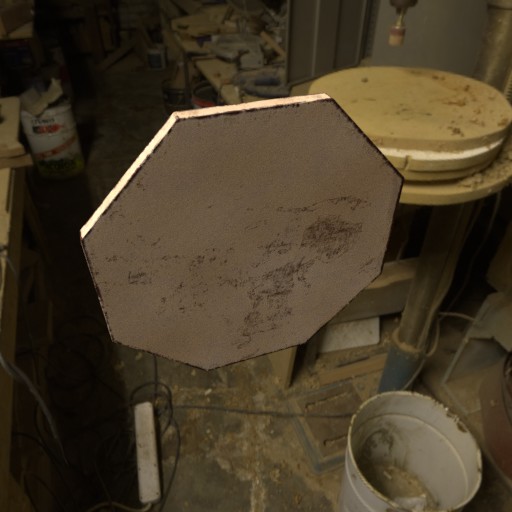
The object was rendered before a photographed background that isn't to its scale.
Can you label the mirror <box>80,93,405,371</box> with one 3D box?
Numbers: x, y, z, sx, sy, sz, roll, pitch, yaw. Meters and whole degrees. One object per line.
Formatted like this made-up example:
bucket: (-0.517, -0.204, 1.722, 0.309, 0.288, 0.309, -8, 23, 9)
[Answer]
mirror: (0.000, 0.000, 0.938, 0.648, 0.648, 0.031, -13, 41, -15)
